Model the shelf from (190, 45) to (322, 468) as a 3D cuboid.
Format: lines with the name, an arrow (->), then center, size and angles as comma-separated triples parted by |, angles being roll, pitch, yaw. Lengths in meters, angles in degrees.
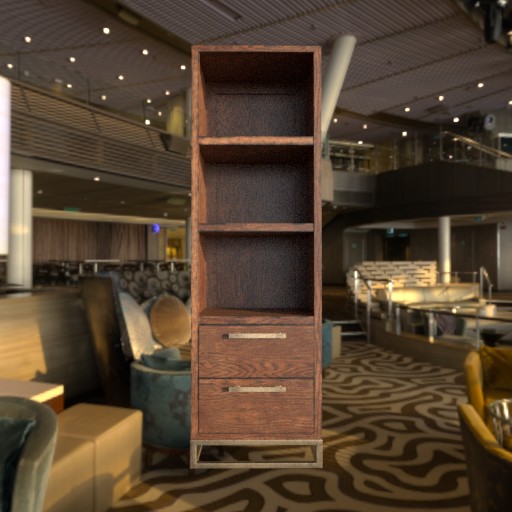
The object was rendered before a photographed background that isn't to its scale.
shelf -> 0.000, 0.000, 1.990 | 0.539, 1.732, 0.395 | 0, -1, 0
